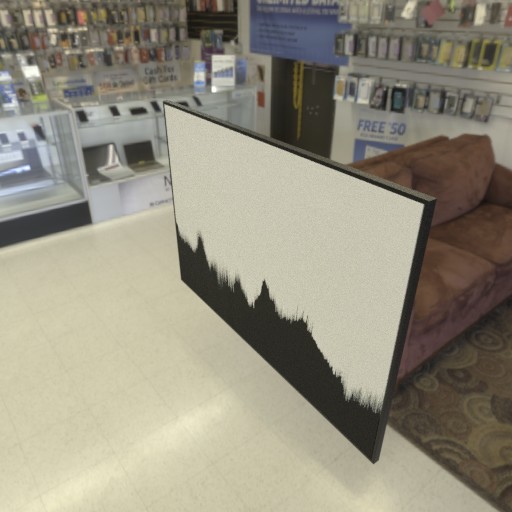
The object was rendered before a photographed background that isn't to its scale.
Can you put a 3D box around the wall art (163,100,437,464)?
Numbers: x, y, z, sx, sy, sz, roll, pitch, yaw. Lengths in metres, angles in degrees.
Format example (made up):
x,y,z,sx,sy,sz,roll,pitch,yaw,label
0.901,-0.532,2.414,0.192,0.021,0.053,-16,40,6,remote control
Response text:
x,y,z,sx,sy,sz,roll,pitch,yaw,label
0.000,0.000,1.202,0.019,0.660,0.957,-20,36,-30,wall art
